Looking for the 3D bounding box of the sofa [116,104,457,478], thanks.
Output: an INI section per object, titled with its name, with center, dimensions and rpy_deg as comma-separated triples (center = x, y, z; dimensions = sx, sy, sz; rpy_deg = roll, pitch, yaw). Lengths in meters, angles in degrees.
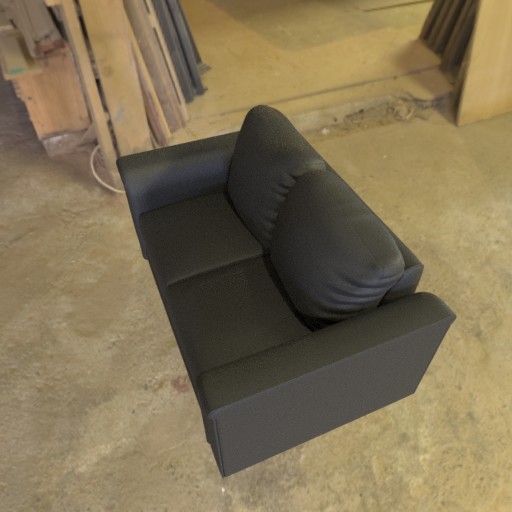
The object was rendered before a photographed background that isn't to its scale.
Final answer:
[sofa]
center = 0.000, 0.000, 1.938
dimensions = 0.887, 0.845, 1.386
rpy_deg = -17, 48, -16
